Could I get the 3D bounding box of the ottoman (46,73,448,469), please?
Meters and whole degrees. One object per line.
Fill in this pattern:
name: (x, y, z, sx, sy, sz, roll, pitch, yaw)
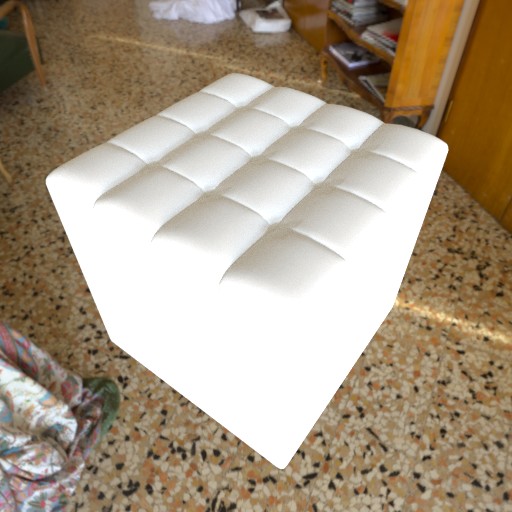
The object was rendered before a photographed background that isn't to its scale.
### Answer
ottoman: (0.000, 0.000, 0.786, 0.425, 0.432, 0.425, 28, 52, 25)
